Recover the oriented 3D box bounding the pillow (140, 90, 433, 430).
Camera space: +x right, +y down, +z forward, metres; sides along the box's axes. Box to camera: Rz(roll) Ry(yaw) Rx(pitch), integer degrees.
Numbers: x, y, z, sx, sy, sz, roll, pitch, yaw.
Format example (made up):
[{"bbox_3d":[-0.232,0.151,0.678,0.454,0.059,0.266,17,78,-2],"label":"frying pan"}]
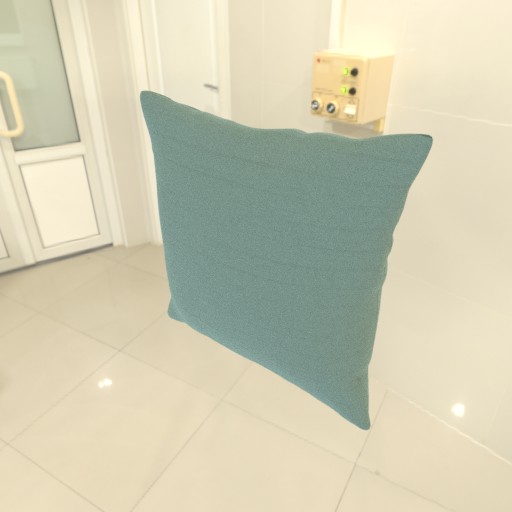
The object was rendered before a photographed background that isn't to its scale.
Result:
[{"bbox_3d":[0.000,0.000,0.712,0.470,0.464,0.175,21,37,31],"label":"pillow"}]
